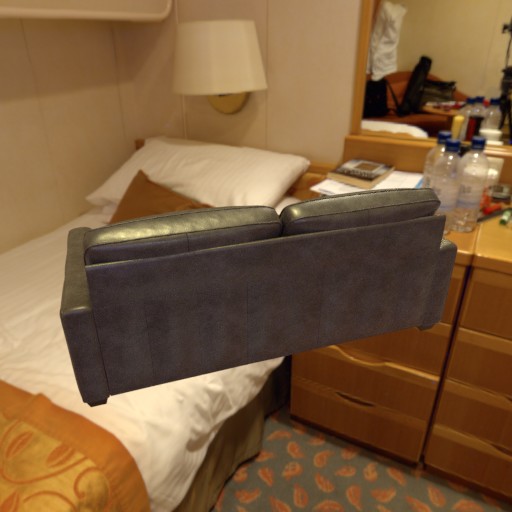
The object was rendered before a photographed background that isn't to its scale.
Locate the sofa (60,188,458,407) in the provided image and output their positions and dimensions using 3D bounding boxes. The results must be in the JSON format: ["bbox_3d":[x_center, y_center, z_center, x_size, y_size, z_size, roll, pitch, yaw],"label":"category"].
[{"bbox_3d":[0.000,0.000,2.593,2.081,0.916,0.939,-9,28,-17],"label":"sofa"}]
